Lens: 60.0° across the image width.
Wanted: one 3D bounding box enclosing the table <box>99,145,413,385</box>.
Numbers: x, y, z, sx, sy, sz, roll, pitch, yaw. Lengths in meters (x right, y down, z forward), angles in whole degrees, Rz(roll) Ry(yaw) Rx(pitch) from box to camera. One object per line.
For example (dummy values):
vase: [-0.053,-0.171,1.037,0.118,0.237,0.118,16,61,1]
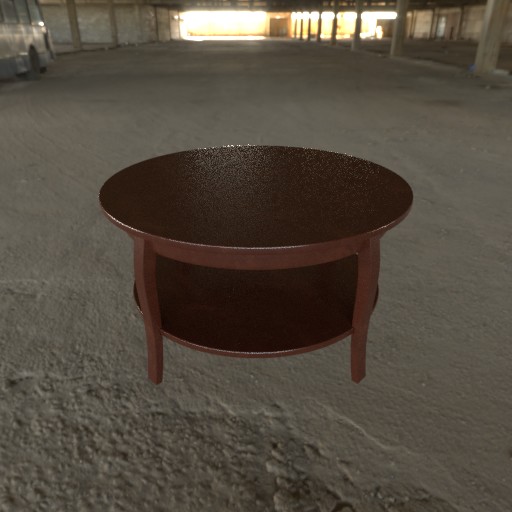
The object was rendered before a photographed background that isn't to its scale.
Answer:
table: [0.000,0.000,1.459,0.911,0.512,0.911,0,27,0]
